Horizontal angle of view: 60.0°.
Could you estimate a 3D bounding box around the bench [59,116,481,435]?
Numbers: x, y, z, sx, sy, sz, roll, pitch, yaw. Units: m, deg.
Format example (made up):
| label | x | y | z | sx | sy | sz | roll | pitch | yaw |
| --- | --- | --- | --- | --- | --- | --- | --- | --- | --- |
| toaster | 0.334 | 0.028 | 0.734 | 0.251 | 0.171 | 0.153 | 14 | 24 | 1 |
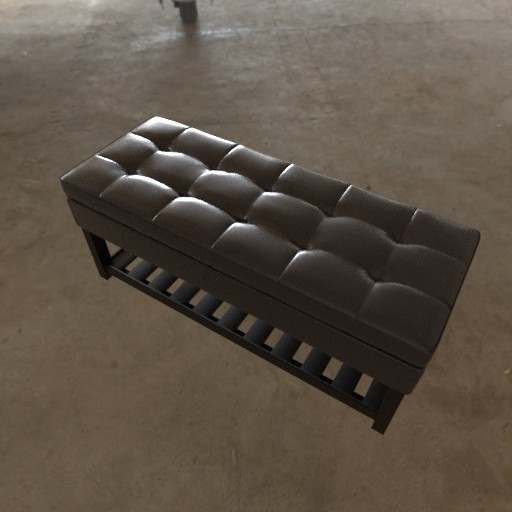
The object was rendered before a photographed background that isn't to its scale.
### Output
| label | x | y | z | sx | sy | sz | roll | pitch | yaw |
| --- | --- | --- | --- | --- | --- | --- | --- | --- | --- |
| bench | 0.000 | 0.000 | 1.355 | 1.105 | 0.460 | 0.432 | 25 | 51 | 21 |
